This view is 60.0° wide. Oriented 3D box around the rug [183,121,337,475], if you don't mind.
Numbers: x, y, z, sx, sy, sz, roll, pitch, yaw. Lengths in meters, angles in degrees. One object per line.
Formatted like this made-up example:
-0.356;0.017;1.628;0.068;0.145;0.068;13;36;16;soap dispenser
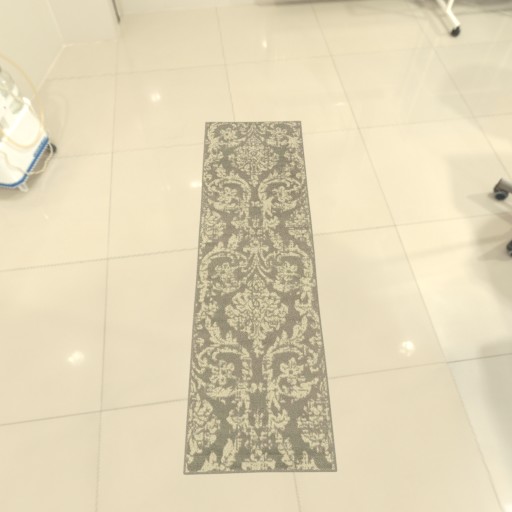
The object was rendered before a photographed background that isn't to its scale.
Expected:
0.000;0.000;2.481;0.662;0.011;2.196;-1;58;-1;rug
